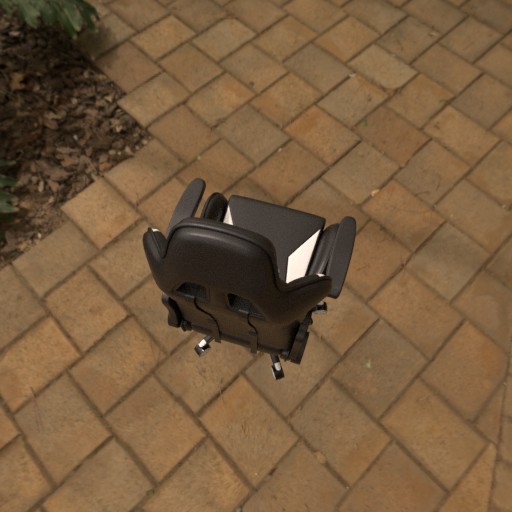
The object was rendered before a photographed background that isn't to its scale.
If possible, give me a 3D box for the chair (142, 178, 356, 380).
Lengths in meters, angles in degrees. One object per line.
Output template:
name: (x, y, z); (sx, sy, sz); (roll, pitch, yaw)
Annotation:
chair: (0.000, 0.000, 1.691); (0.730, 1.285, 0.695); (15, 65, 7)
